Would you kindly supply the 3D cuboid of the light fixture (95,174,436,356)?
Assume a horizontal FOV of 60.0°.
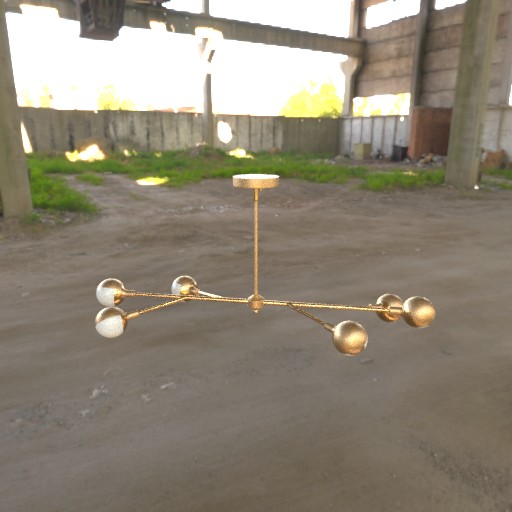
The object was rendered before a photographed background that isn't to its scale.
[{"bbox_3d":[0.000,0.000,1.019,0.778,0.362,0.434,7,17,25],"label":"light fixture"}]
